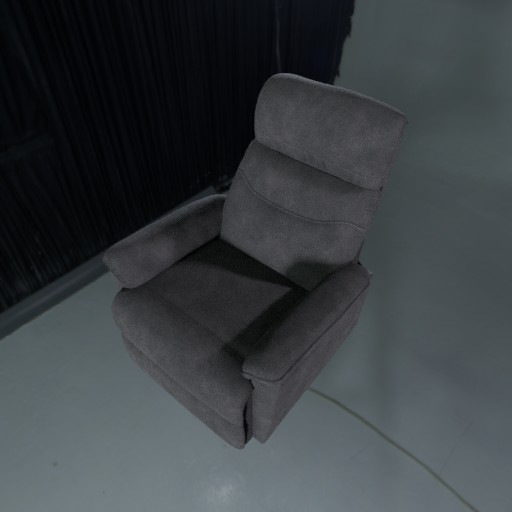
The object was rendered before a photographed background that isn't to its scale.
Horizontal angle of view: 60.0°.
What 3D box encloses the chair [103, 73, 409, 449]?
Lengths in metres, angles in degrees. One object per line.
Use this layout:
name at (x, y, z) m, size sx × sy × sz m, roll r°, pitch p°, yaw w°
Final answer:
chair at (0.000, 0.000, 1.704) m, size 0.830 × 1.035 × 1.009 m, roll 30°, pitch 52°, yaw 27°
